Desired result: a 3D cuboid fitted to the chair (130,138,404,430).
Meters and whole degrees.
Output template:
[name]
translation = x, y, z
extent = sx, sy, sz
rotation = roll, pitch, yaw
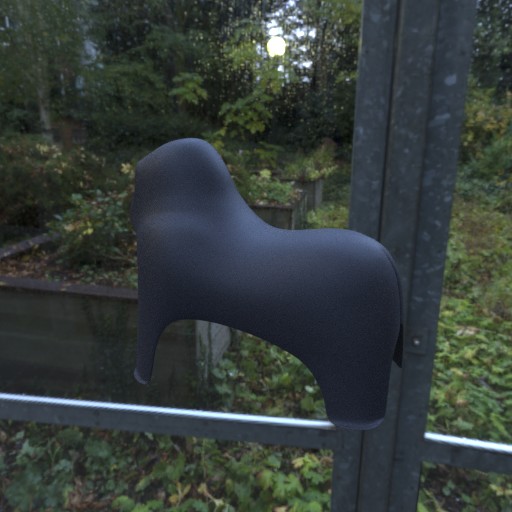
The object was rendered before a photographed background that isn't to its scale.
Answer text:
[chair]
translation = 0.000, 0.000, 1.167
extent = 0.758, 0.600, 0.490
rotation = 7, 17, 25
